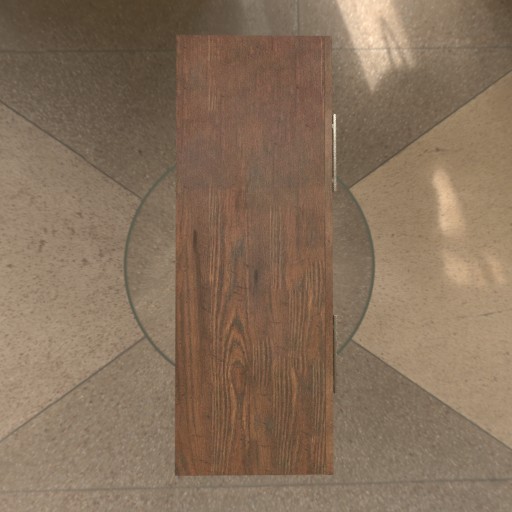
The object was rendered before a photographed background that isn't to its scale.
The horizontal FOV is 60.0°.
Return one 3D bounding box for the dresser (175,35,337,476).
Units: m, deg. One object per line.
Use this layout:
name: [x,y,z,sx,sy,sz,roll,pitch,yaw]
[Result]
dresser: [0.000,0.000,2.188,0.623,1.061,1.646,0,89,-1]
